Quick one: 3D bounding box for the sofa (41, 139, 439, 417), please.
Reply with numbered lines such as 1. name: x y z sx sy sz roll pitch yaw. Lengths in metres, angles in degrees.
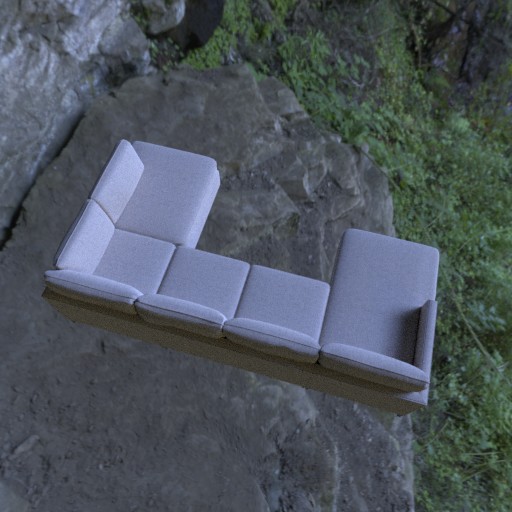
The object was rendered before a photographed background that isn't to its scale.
1. sofa: 0.000 0.000 4.307 3.423 0.996 2.021 14 64 7
